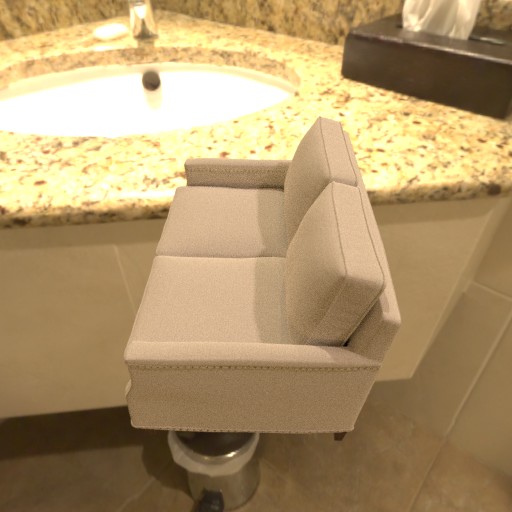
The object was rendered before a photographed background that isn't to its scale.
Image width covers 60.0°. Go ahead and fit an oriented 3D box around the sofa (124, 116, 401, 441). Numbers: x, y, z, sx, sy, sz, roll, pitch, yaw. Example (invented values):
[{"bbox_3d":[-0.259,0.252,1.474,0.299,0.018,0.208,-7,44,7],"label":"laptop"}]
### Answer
[{"bbox_3d":[0.000,0.000,2.338,1.084,1.003,1.597,1,41,1],"label":"sofa"}]
